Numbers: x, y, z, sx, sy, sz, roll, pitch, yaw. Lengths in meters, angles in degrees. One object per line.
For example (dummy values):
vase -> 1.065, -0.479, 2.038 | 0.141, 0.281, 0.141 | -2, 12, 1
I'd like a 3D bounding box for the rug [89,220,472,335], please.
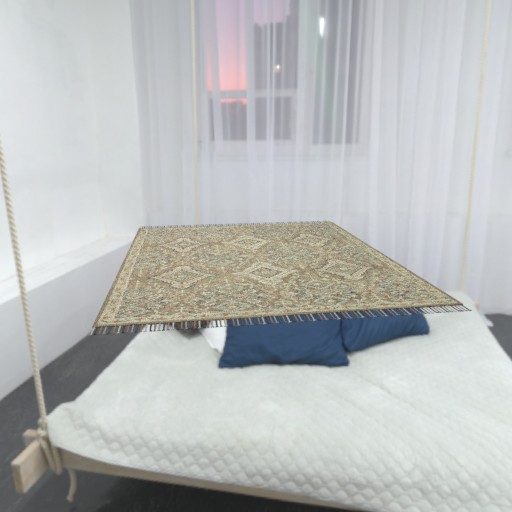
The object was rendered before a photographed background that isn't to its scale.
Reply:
rug -> 0.000, 0.000, 4.199 | 2.437, 0.010, 3.056 | -2, 16, -8
